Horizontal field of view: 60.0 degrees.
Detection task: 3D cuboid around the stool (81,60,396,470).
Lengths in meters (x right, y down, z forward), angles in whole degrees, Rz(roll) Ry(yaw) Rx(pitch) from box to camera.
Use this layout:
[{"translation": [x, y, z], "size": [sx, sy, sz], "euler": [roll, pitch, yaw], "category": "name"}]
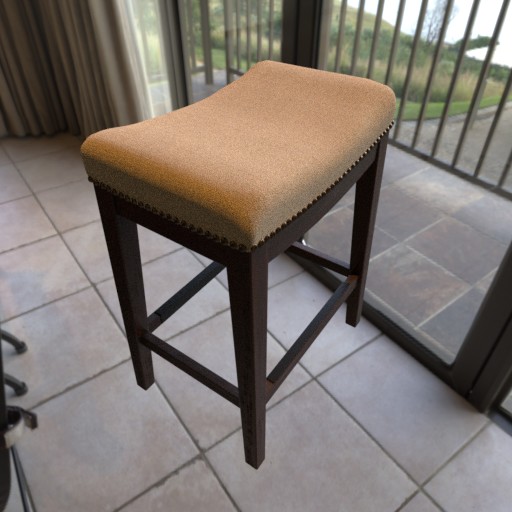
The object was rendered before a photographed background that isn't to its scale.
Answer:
[{"translation": [0.000, 0.000, 0.961], "size": [0.363, 0.669, 0.509], "euler": [25, 46, 26], "category": "stool"}]
